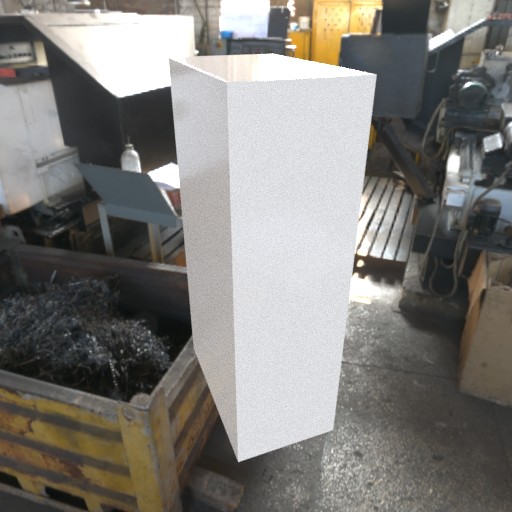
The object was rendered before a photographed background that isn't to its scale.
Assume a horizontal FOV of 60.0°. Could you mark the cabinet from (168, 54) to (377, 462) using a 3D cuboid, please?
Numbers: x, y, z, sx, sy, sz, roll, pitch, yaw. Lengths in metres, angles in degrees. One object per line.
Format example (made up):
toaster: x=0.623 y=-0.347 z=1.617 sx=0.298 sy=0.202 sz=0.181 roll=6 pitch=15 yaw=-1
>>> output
cabinet: x=0.000 y=0.000 z=2.409 sx=0.580 sy=1.920 sz=0.980 roll=-11 pitch=31 yaw=-18
